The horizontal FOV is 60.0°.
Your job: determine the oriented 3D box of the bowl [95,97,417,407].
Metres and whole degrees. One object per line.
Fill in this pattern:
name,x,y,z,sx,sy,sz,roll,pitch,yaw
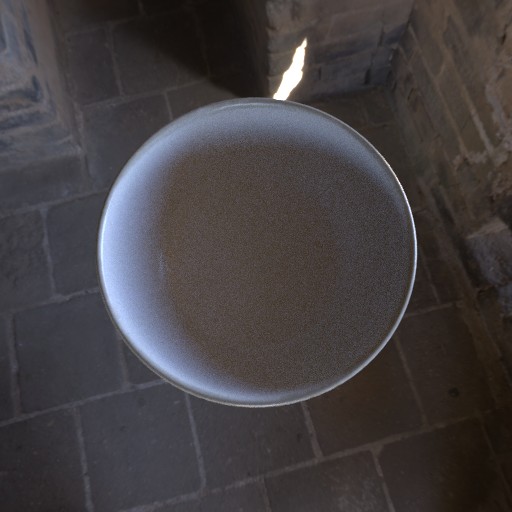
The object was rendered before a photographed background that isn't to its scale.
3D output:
bowl,0.000,0.000,0.426,0.268,0.121,0.268,0,75,0
